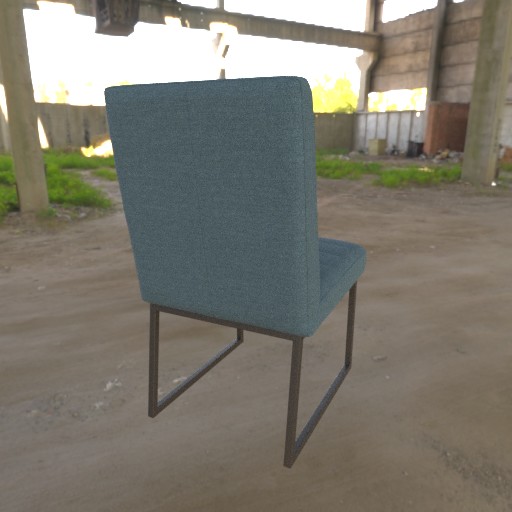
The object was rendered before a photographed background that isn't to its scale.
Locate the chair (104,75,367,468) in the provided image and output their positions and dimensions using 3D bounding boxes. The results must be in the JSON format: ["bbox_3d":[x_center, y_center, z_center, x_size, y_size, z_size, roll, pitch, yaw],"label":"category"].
[{"bbox_3d":[0.000,0.000,1.313,0.520,0.930,0.634,8,18,26],"label":"chair"}]
